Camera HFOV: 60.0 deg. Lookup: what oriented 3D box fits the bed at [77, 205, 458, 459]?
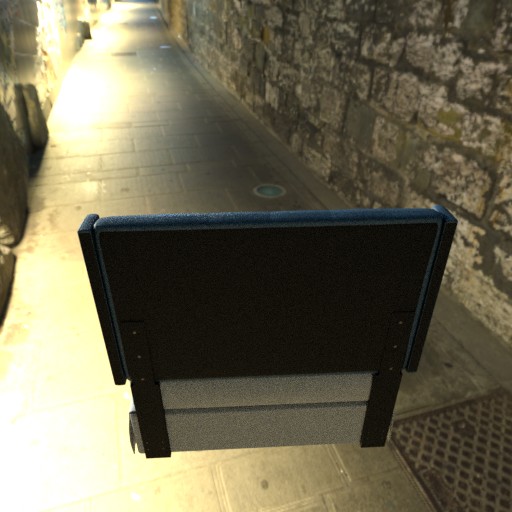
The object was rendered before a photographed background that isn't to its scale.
[{"bbox_3d":[0.000,0.000,3.264,1.719,1.665,2.078,-2,32,-3],"label":"bed"}]
